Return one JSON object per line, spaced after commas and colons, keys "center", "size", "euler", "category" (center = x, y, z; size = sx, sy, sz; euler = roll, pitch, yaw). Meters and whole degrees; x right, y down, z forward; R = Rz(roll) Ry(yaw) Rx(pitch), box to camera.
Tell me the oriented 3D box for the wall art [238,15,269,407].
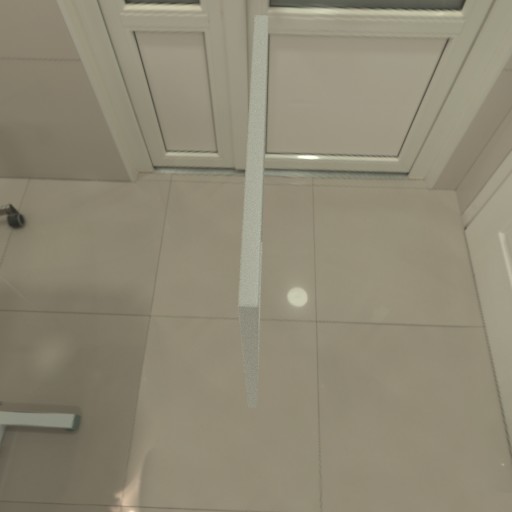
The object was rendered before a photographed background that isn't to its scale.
{"center": [0.000, 0.000, 1.497], "size": [0.038, 1.183, 0.808], "euler": [2, 63, 1], "category": "wall art"}
